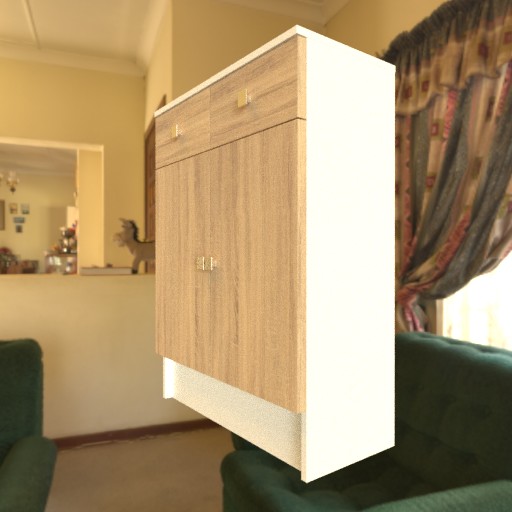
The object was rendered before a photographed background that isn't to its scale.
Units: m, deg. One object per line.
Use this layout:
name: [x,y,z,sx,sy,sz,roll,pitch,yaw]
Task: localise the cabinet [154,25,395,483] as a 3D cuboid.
cabinet: [0.000,0.000,1.101,0.296,0.815,0.600,0,0,-37]
